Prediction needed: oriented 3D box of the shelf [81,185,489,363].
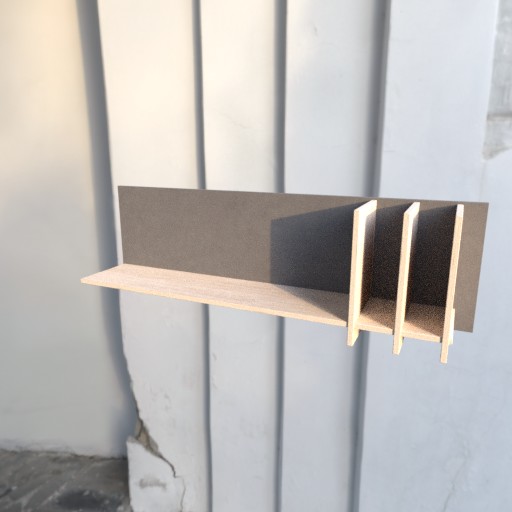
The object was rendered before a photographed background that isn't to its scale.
[{"bbox_3d":[0.000,0.000,1.116,1.020,0.300,0.200,6,15,24],"label":"shelf"}]
